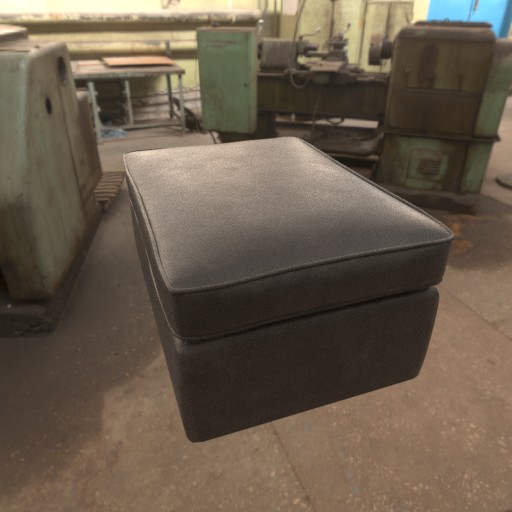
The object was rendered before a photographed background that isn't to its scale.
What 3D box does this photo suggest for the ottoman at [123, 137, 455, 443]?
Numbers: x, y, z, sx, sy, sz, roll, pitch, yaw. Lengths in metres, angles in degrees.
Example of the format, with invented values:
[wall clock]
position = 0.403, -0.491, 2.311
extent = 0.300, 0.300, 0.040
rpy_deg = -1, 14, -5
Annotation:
[ottoman]
position = 0.000, 0.000, 1.130
extent = 0.554, 0.445, 0.756
rpy_deg = -10, 31, -17
